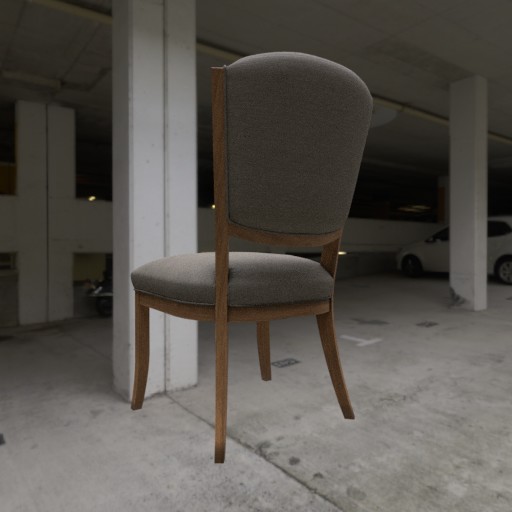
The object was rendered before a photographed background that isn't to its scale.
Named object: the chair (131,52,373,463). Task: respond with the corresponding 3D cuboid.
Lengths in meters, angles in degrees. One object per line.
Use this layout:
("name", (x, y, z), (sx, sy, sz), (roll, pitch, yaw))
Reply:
("chair", (0.000, 0.000, 1.233), (0.513, 0.905, 0.584), (-1, 1, -36))
